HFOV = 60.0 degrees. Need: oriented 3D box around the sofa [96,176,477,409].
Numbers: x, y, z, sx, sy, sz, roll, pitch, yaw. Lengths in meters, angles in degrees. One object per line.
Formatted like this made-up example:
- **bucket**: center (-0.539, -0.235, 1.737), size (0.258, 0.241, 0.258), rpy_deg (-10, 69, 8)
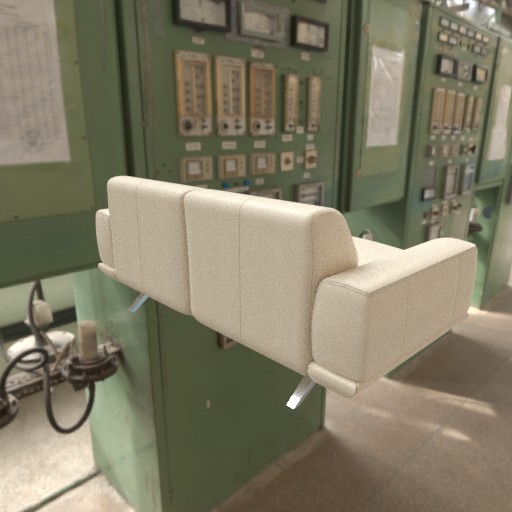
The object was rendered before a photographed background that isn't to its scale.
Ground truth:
- **sofa**: center (0.000, 0.000, 2.306), size (0.900, 0.772, 1.901), rpy_deg (-15, 22, -41)
